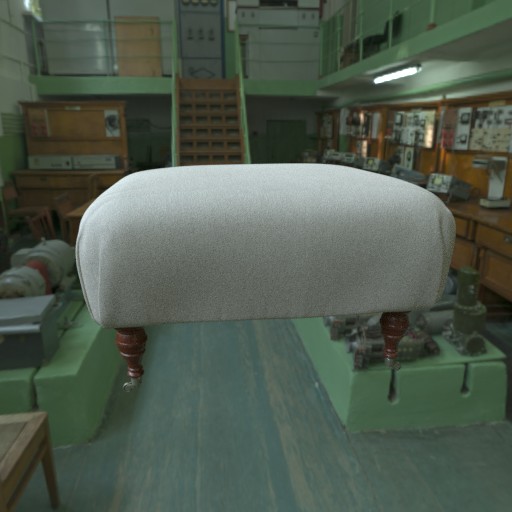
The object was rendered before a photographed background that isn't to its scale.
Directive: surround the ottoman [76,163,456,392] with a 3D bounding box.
[{"bbox_3d":[0.000,0.000,1.129,0.746,0.450,0.639,-2,16,-8],"label":"ottoman"}]
